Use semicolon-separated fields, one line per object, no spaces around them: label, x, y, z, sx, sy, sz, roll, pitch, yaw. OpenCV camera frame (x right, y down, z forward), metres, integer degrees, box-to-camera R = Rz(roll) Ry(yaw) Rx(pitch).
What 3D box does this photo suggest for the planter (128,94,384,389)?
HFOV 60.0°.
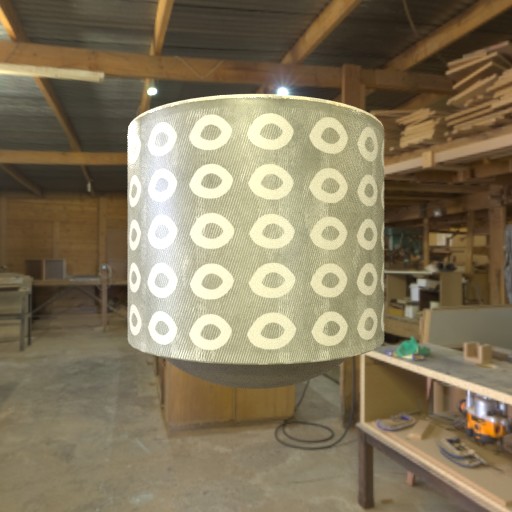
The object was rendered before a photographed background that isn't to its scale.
planter;0.000;0.000;0.450;0.250;0.239;0.250;0;0;0
